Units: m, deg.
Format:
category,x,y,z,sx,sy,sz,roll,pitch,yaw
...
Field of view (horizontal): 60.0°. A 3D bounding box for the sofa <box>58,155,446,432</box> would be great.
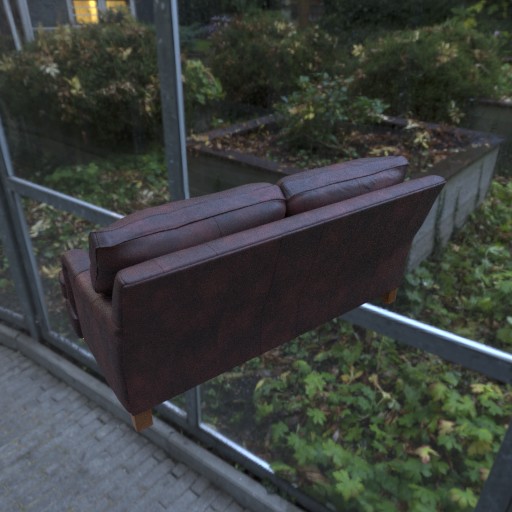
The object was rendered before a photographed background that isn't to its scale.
category,x,y,z,sx,sy,sz,roll,pitch,yaw
sofa,0.000,0.000,2.764,2.144,1.071,1.147,-19,34,-31
